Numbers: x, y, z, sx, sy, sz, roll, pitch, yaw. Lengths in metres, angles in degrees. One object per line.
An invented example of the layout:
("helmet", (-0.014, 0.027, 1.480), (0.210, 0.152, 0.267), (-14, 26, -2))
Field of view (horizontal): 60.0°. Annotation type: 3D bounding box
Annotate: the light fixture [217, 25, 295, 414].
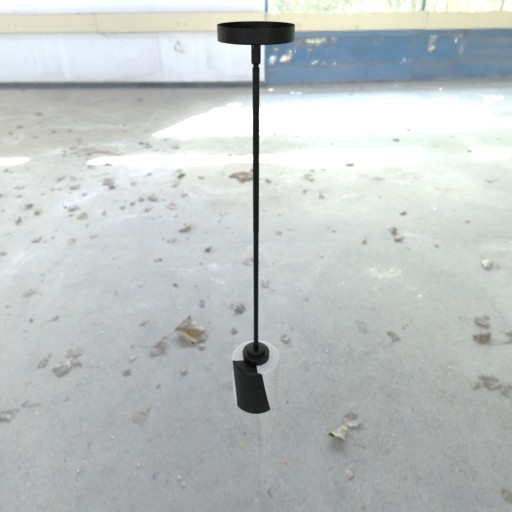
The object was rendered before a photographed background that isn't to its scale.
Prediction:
("light fixture", (0.000, 0.000, 0.929), (0.123, 0.863, 0.123), (0, 32, 0))
